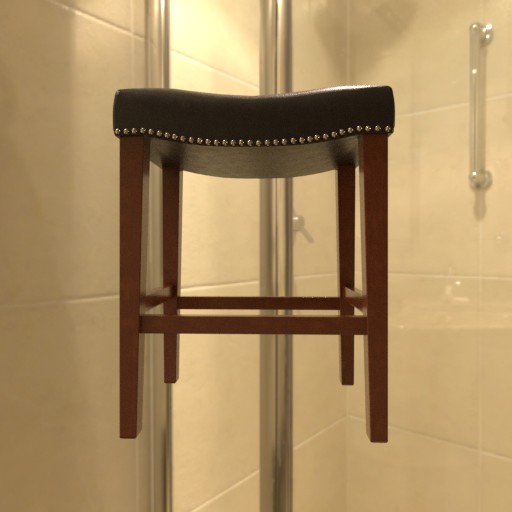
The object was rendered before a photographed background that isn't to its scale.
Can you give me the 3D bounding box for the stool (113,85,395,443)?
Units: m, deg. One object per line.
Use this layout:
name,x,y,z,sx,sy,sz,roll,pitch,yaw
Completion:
stool,0.000,0.000,0.964,0.504,0.654,0.372,0,1,2
